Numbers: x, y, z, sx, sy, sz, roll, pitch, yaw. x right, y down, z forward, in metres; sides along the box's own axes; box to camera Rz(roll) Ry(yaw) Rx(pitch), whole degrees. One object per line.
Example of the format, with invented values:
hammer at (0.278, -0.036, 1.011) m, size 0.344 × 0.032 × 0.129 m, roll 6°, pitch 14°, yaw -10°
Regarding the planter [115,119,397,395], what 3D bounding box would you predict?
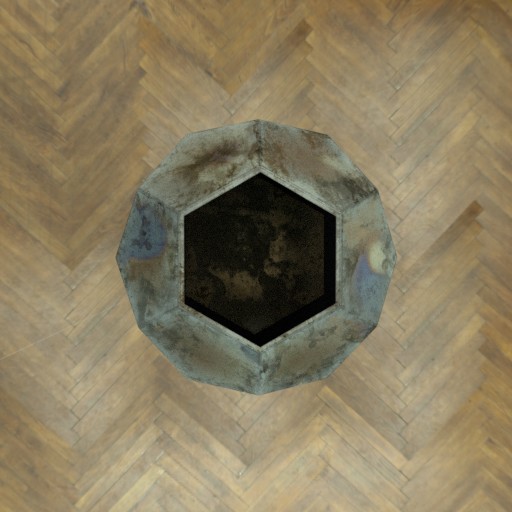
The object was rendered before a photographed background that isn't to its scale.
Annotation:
planter at (0.000, 0.000, 0.432) m, size 0.243 × 0.238 × 0.221 m, roll 0°, pitch 91°, yaw -1°
